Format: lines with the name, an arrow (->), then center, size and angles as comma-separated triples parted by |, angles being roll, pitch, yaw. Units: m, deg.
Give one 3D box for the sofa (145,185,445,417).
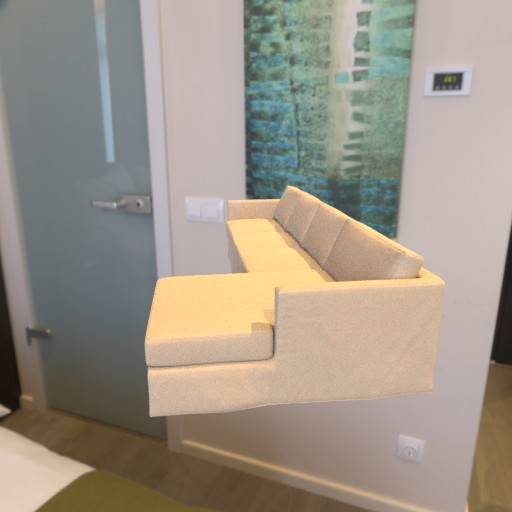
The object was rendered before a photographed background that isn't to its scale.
sofa -> 0.000, 0.000, 3.830 | 1.622, 0.871, 3.206 | -2, 16, -8
